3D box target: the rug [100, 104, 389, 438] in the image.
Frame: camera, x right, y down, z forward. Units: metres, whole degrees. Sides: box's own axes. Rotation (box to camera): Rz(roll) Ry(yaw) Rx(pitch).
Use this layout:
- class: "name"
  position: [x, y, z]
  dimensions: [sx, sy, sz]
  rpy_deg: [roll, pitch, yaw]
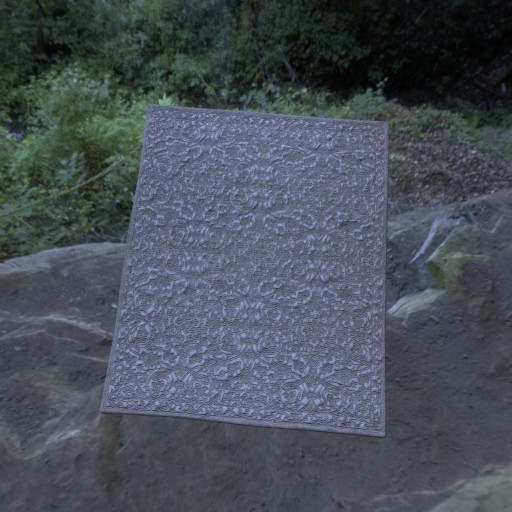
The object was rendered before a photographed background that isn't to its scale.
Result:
- class: "rug"
  position: [0.000, 0.000, 4.165]
  dimensions: [2.472, 0.035, 3.017]
  rpy_deg: [4, 76, 1]
